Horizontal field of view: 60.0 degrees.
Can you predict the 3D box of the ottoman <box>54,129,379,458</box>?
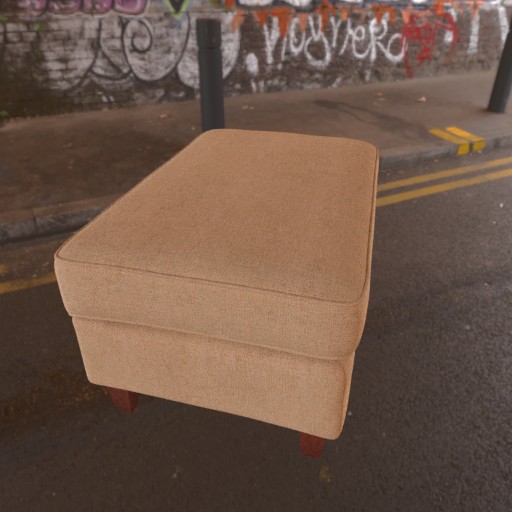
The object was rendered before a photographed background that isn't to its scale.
[{"bbox_3d":[0.000,0.000,1.196,0.583,0.484,0.862,8,32,12],"label":"ottoman"}]
